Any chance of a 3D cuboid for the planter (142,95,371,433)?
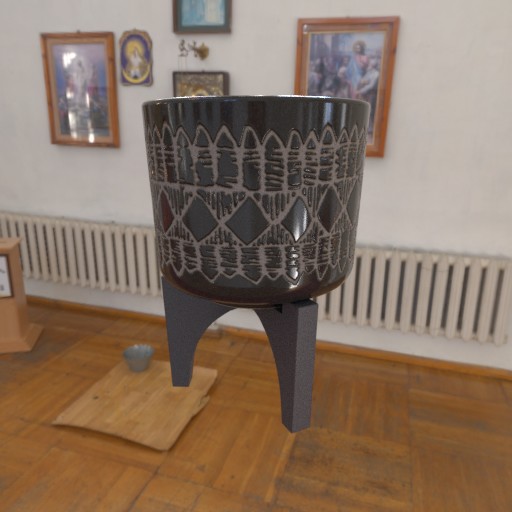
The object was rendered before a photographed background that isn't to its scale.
[{"bbox_3d":[0.000,0.000,0.545,0.251,0.355,0.251,-8,18,-26],"label":"planter"}]
